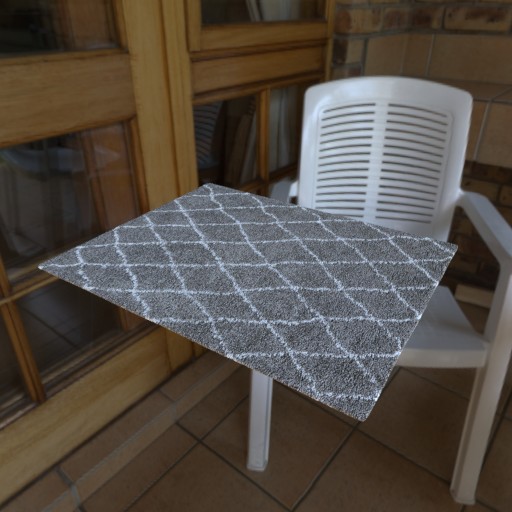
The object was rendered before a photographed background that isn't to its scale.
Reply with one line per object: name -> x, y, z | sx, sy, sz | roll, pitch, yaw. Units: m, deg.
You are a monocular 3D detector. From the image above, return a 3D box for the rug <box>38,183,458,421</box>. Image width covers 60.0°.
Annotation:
rug -> 0.000, 0.000, 4.082 | 3.047, 0.029, 2.438 | 18, 35, 28
